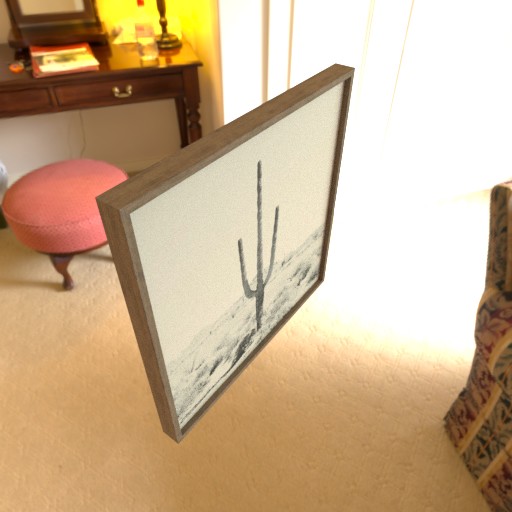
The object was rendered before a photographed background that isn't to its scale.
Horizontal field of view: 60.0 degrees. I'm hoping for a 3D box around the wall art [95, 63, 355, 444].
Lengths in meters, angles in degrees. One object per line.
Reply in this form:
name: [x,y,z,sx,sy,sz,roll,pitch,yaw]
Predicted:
wall art: [0.000,0.000,0.773,0.038,0.508,0.508,27,48,27]
